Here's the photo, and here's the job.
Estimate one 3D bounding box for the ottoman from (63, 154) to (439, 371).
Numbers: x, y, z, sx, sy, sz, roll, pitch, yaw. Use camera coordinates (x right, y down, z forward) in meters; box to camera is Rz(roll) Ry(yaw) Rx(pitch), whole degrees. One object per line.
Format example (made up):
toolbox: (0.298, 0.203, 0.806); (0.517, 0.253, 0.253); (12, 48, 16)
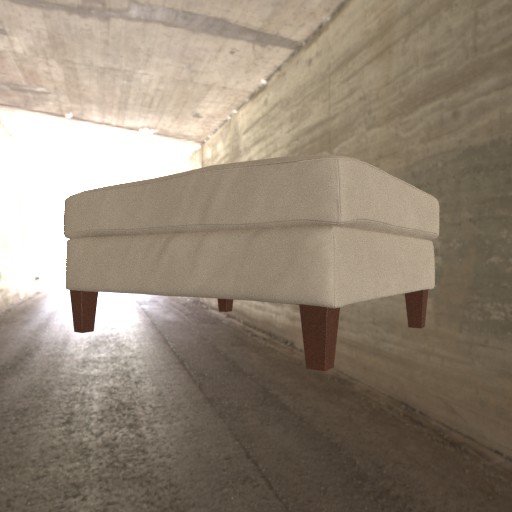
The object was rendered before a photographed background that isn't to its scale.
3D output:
ottoman: (0.000, 0.000, 1.488); (1.002, 0.492, 0.836); (-1, -1, 35)
